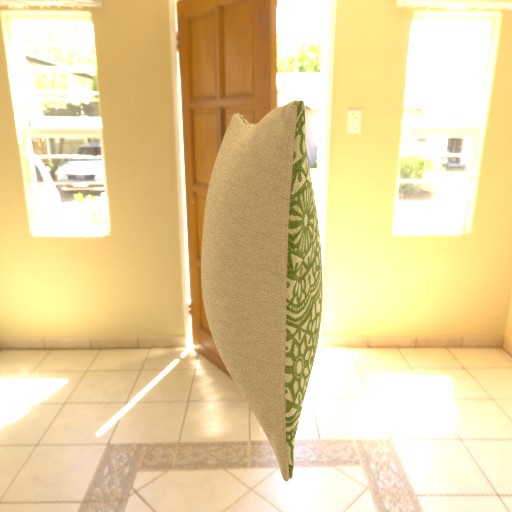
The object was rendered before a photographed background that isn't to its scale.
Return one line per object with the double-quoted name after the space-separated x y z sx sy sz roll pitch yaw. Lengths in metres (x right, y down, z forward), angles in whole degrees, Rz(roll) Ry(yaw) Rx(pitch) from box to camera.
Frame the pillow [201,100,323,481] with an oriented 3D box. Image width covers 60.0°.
0.000 0.000 0.660 0.162 0.419 0.440 -3 16 -10 "pillow"
